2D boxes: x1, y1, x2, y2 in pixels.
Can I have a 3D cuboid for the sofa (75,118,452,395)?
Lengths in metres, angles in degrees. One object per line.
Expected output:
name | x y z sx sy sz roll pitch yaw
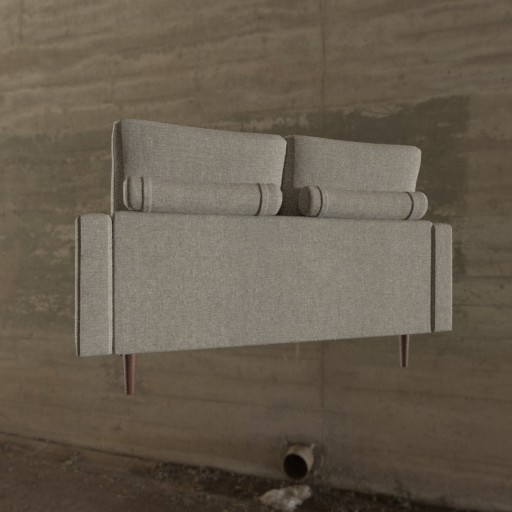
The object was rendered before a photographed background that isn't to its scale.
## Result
sofa | 0.000 0.000 1.908 1.407 0.907 0.842 0 0 -19
